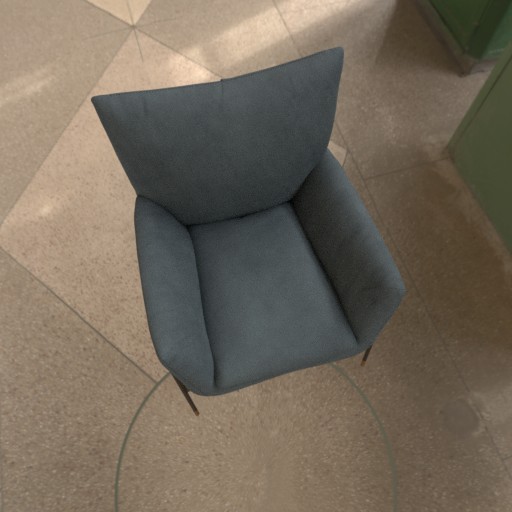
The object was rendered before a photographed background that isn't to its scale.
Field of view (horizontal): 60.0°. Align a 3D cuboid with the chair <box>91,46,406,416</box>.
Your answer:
[{"bbox_3d":[0.000,0.000,1.377,0.678,0.858,0.709,-14,65,-7],"label":"chair"}]
